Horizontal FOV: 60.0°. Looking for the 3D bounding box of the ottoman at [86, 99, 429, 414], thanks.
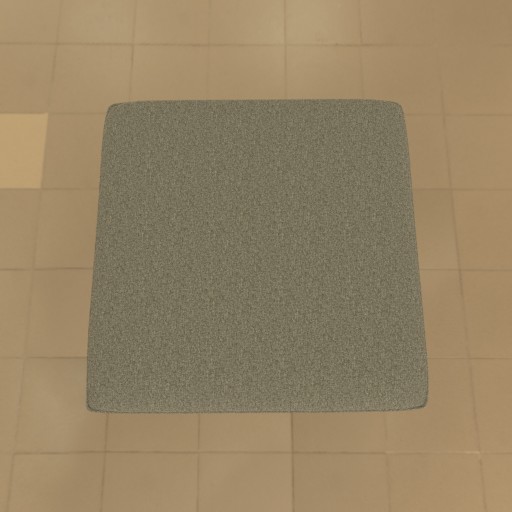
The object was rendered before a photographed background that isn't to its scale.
[{"bbox_3d":[0.000,0.000,1.551,1.015,0.464,1.005,0,77,0],"label":"ottoman"}]
